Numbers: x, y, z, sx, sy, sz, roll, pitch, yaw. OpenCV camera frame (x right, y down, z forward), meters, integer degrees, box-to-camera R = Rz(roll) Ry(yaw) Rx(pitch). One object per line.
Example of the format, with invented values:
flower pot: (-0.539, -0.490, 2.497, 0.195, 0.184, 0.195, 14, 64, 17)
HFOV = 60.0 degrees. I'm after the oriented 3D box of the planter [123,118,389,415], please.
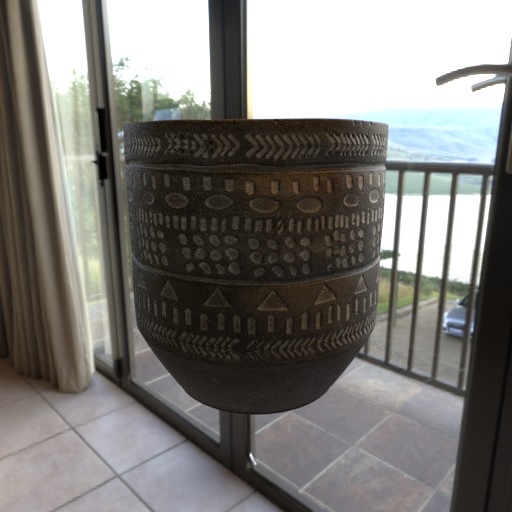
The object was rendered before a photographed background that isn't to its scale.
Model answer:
planter: (0.000, 0.000, 0.262, 0.142, 0.149, 0.142, 0, 14, 0)
